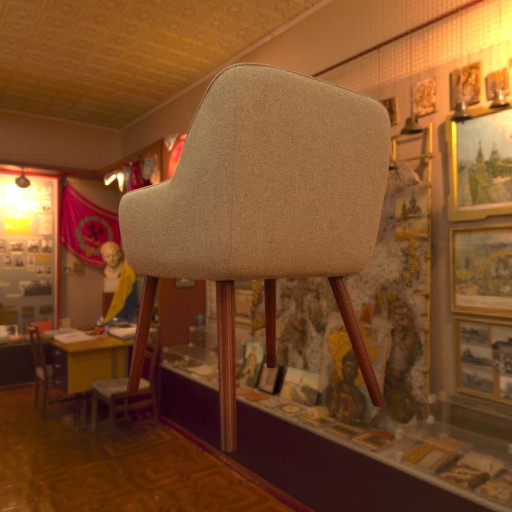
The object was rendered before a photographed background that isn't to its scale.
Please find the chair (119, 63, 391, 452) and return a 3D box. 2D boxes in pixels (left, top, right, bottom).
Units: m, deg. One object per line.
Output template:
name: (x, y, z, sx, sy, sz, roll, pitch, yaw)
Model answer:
chair: (0.000, 0.000, 1.266, 0.610, 0.813, 0.610, 0, -1, -35)
